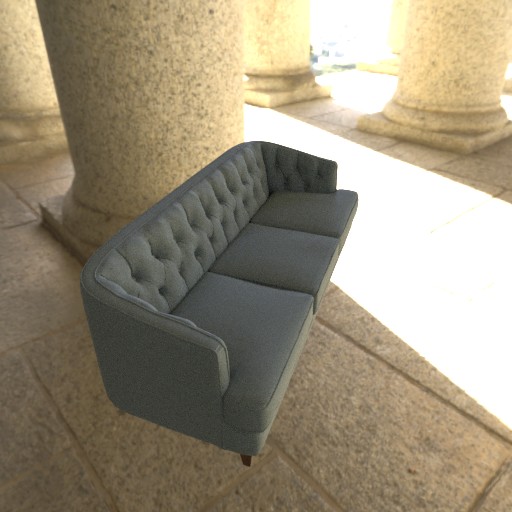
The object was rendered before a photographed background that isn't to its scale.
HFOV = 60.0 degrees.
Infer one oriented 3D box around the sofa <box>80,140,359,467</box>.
[{"bbox_3d":[0.000,0.000,2.744,0.941,0.855,2.278,11,33,17],"label":"sofa"}]
